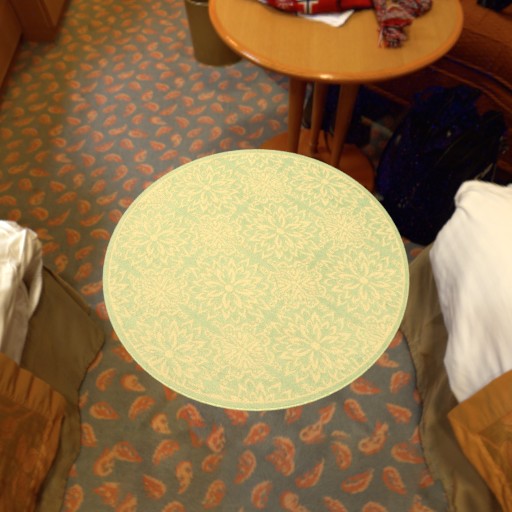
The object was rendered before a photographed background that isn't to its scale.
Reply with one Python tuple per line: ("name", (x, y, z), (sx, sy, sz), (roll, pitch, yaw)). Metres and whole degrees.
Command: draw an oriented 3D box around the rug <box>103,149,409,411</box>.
("rug", (0.000, 0.000, 2.342), (1.593, 0.012, 1.593), (0, 57, 0))
